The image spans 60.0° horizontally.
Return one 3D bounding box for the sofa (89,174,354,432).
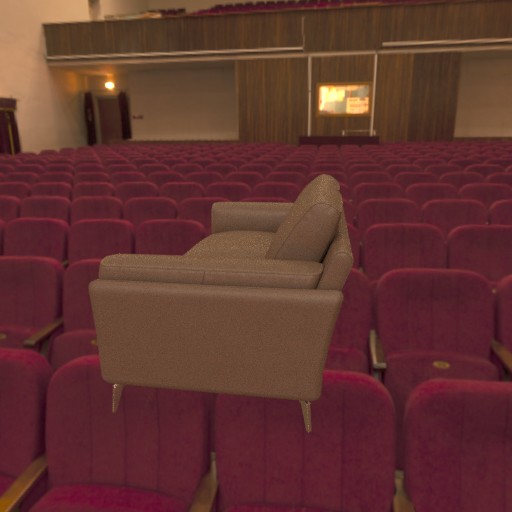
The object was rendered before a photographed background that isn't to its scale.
[{"bbox_3d":[0.000,0.000,2.709,1.049,0.930,2.101,2,14,9],"label":"sofa"}]
